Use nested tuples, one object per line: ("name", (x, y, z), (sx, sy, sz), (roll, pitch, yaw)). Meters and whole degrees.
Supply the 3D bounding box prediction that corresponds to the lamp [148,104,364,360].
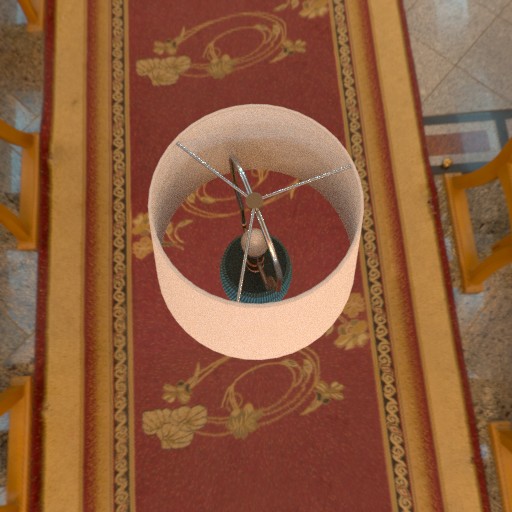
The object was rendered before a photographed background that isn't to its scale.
("lamp", (0.000, 0.000, 0.557), (0.254, 0.392, 0.254), (0, 76, 0))
